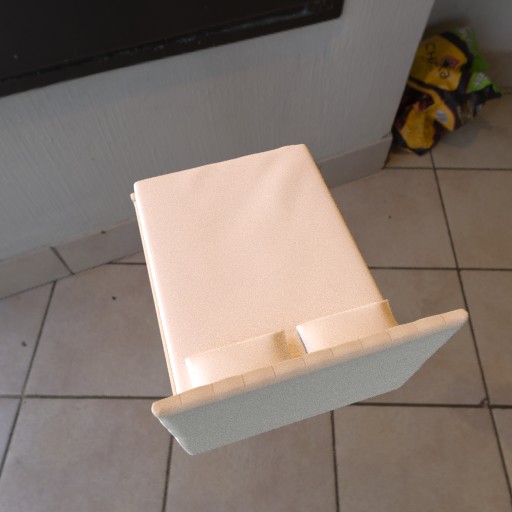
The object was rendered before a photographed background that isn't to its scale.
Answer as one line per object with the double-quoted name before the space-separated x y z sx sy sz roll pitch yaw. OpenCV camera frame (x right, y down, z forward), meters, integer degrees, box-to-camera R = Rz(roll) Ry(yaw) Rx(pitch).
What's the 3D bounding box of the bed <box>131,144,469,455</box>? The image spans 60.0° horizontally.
"bed" 0.000 0.000 3.330 1.696 1.426 2.233 -15 60 -9
